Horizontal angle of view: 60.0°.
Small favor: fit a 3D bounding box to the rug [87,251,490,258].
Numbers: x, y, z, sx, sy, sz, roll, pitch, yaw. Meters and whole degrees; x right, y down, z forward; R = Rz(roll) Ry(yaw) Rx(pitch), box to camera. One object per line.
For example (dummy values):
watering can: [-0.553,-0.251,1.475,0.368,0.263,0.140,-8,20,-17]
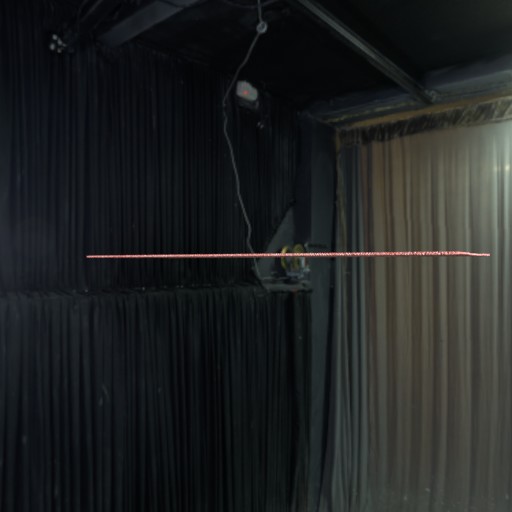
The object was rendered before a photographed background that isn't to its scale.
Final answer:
rug: [0.000,0.000,2.546,2.307,0.012,0.687,0,-1,36]
